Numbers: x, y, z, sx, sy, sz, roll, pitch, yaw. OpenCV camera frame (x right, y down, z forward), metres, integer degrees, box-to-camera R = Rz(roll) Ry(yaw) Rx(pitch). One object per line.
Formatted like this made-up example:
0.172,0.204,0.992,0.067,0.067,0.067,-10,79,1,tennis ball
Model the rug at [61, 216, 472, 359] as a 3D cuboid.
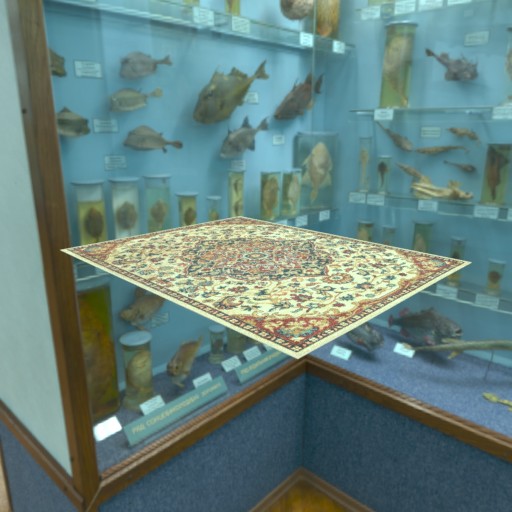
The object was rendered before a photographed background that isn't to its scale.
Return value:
0.000,0.000,4.208,3.067,0.005,2.454,16,22,43,rug
